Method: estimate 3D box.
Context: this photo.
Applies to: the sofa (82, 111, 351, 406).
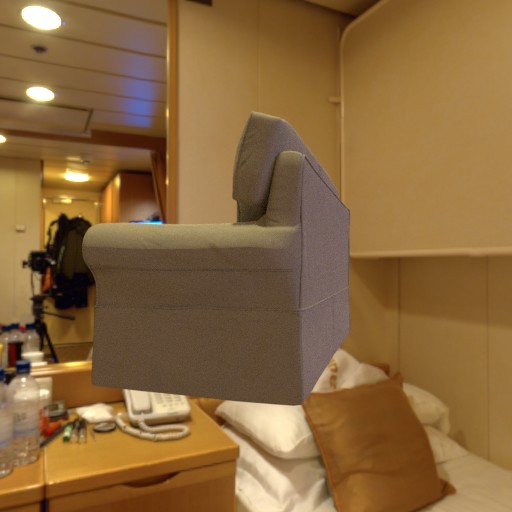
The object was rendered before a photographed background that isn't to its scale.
[{"bbox_3d":[0.000,0.000,2.369,0.841,1.024,1.823,0,-1,17],"label":"sofa"}]
